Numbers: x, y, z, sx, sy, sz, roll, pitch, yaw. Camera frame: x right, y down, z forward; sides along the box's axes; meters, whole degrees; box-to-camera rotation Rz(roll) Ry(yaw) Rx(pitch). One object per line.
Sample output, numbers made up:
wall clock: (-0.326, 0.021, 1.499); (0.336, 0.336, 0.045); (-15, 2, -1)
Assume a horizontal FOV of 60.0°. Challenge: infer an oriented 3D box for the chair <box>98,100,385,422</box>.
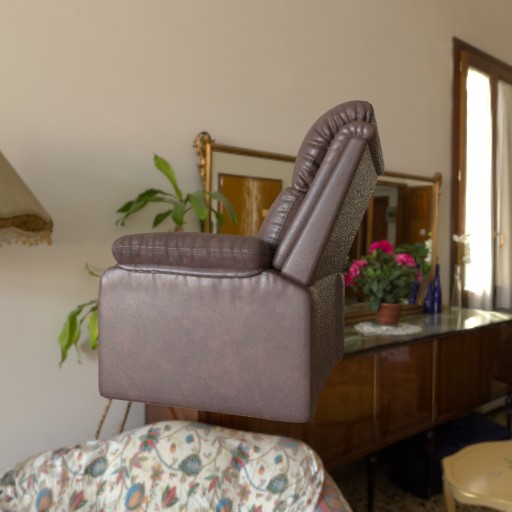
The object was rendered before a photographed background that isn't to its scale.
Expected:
chair: (0.000, 0.000, 1.681); (0.919, 0.992, 0.855); (0, 1, 18)
